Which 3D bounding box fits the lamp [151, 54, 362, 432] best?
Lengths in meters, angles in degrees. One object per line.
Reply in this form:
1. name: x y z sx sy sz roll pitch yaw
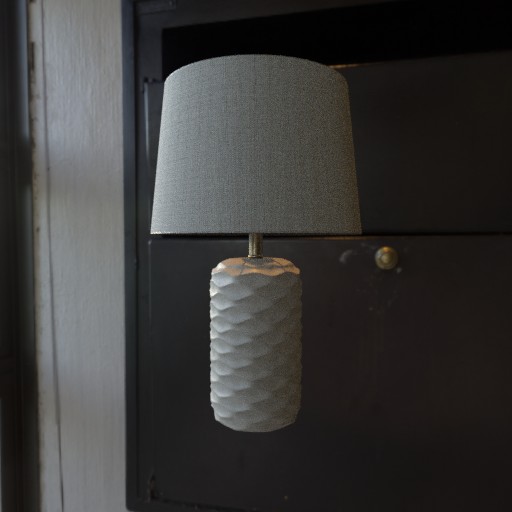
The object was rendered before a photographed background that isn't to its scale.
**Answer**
1. lamp: 0.000 0.000 0.812 0.376 0.594 0.376 0 2 0
